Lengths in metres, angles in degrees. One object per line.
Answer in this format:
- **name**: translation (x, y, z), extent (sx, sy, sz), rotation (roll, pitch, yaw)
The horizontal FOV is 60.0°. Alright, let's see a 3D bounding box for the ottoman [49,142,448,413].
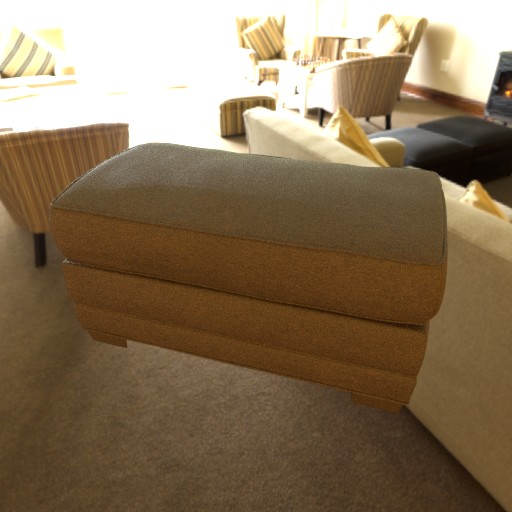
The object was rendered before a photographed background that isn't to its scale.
- **ottoman**: translation (0.000, 0.000, 1.153), extent (0.864, 0.448, 0.490), rotation (10, 34, 15)
